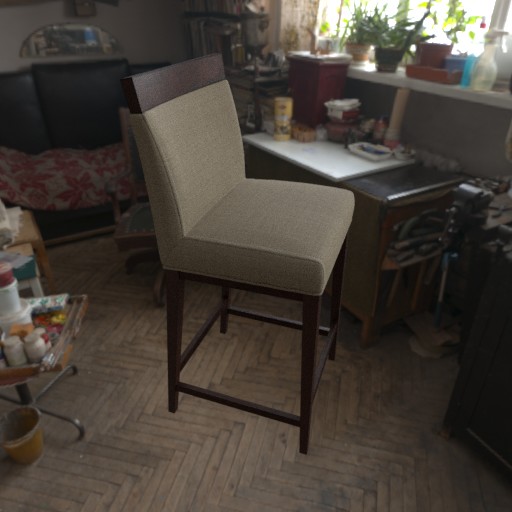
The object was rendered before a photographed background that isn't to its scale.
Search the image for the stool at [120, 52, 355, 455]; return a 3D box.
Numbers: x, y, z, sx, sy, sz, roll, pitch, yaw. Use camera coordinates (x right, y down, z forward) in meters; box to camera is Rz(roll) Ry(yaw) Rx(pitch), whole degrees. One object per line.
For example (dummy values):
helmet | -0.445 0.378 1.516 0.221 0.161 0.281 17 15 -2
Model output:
stool | 0.000 0.000 1.275 0.480 1.011 0.463 11 32 17
